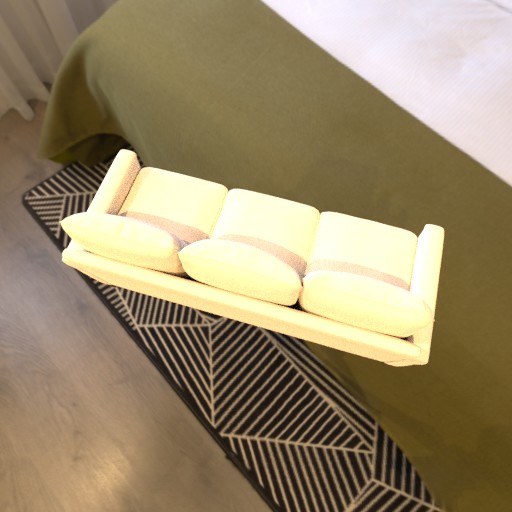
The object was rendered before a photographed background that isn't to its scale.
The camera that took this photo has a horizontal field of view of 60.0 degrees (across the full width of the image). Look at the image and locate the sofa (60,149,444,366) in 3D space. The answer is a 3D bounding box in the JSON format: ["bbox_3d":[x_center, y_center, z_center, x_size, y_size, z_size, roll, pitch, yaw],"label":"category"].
[{"bbox_3d":[0.000,0.000,2.496,1.925,0.961,0.828,15,66,7],"label":"sofa"}]
